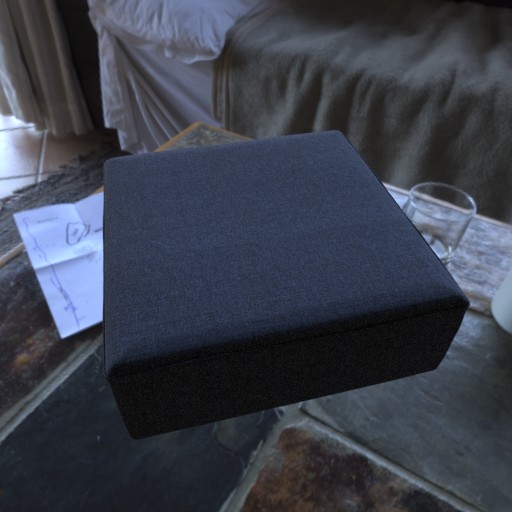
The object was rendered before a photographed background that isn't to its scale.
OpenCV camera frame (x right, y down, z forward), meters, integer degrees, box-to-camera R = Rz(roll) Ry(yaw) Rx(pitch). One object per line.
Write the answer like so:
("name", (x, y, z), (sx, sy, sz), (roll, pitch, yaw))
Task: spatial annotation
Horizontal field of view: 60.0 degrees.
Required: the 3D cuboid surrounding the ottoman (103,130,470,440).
("ottoman", (0.000, 0.000, 1.607), (1.023, 0.423, 1.017), (-9, 45, -9))
